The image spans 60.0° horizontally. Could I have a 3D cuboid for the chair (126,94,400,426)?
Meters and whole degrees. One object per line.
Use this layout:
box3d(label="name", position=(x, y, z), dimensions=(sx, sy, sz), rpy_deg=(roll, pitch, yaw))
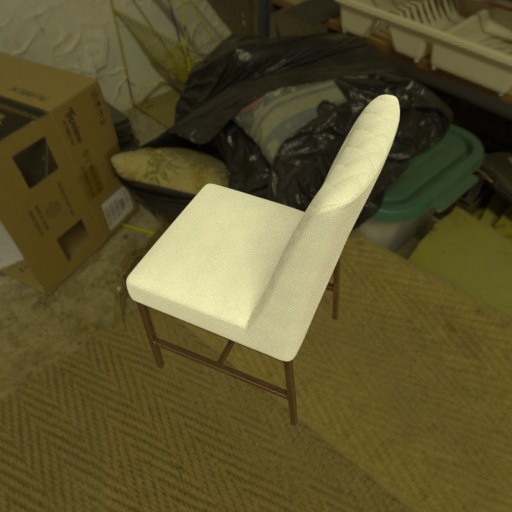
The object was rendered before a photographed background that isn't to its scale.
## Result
box3d(label="chair", position=(0.000, 0.000, 1.312), dimensions=(0.597, 0.933, 0.503), rpy_deg=(18, 49, 16))
